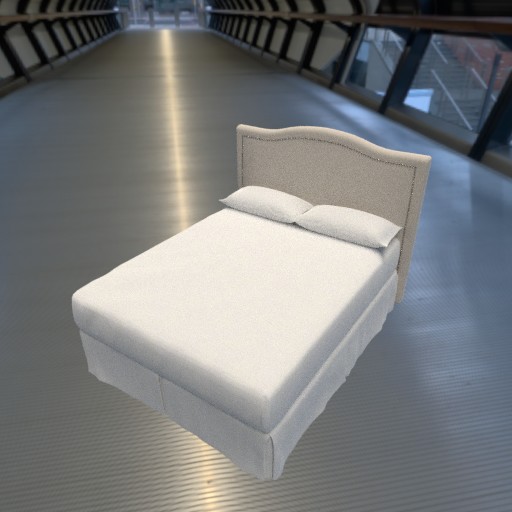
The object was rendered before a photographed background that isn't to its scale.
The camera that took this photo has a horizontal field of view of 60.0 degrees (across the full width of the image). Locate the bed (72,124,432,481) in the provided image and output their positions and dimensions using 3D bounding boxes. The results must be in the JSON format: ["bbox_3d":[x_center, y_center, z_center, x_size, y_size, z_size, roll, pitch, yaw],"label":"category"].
[{"bbox_3d":[0.000,0.000,3.277,1.753,1.460,2.143,19,35,29],"label":"bed"}]
